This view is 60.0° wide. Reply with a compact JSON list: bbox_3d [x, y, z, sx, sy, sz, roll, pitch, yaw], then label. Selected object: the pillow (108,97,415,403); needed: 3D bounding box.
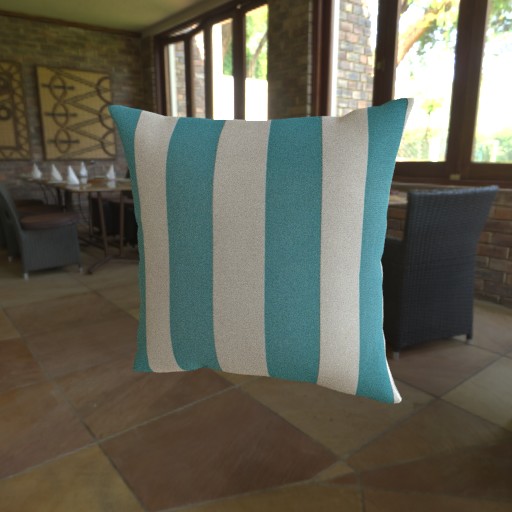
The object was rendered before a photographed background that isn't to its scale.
[{"bbox_3d":[0.000,0.000,0.789,0.536,0.526,0.189,2,13,10],"label":"pillow"}]
